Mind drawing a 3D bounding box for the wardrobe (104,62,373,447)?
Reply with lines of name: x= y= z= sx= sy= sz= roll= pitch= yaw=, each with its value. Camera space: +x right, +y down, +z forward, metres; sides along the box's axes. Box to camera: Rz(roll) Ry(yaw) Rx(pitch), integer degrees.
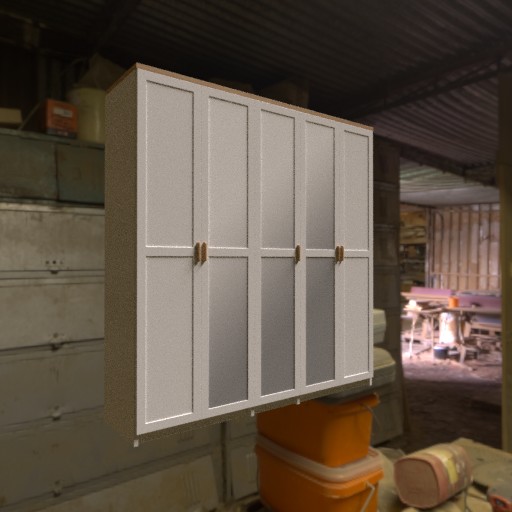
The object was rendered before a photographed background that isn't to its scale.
wardrobe: x=0.000 y=0.000 z=3.460 sx=2.160 sy=2.260 sz=0.590 roll=0 pitch=-1 yaw=-37
